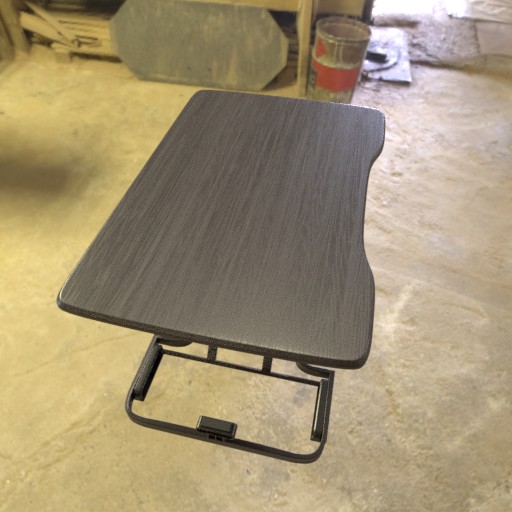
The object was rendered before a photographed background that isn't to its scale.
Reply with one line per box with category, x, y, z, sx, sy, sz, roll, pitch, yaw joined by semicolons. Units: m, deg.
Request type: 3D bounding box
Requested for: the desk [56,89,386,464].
desk;0.000;0.000;1.151;0.546;0.470;0.820;10;48;9
